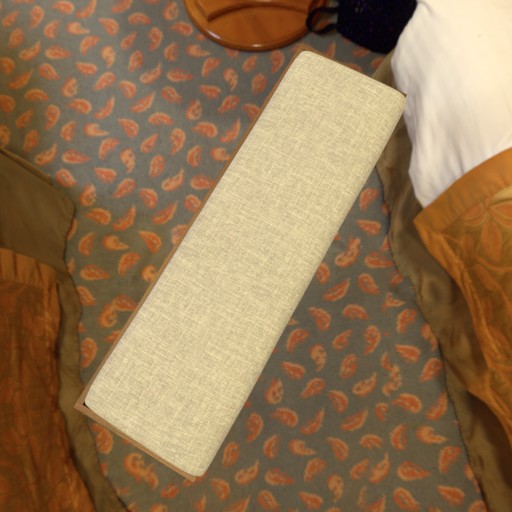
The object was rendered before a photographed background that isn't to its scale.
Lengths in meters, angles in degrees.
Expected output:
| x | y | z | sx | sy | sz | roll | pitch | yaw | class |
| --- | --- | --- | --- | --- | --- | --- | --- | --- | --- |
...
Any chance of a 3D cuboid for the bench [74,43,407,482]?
| x | y | z | sx | sy | sz | roll | pitch | yaw | class |
| --- | --- | --- | --- | --- | --- | --- | --- | --- | --- |
| 0.000 | 0.000 | 1.390 | 0.367 | 0.468 | 1.196 | 29 | 79 | 6 | bench |
